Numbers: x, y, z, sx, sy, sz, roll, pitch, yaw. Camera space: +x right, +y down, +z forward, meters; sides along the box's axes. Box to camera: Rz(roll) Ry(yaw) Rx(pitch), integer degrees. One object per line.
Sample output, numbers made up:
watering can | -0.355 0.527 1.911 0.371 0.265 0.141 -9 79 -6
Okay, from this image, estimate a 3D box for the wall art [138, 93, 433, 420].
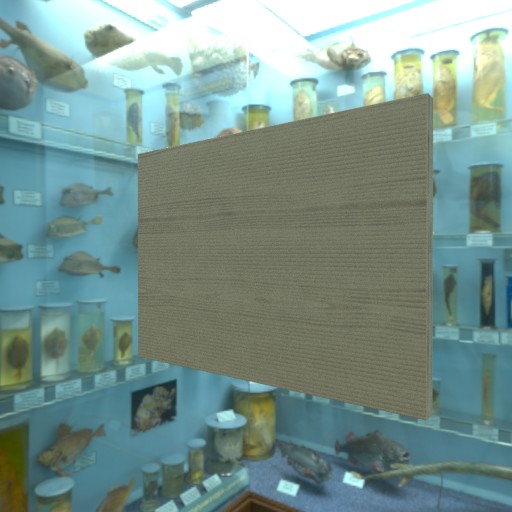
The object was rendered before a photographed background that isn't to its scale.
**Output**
wall art | 0.000 0.000 1.101 0.841 0.609 0.063 0 1 37
